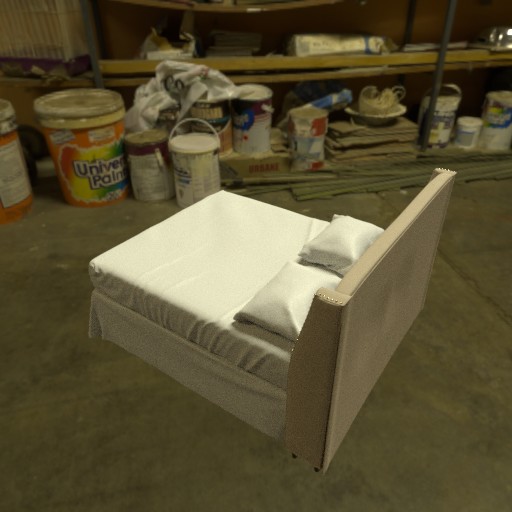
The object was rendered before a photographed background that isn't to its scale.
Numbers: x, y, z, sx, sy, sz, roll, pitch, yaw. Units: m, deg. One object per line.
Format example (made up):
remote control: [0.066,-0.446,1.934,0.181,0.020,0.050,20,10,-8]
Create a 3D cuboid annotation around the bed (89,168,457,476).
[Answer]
bed: [0.000,0.000,3.457,2.276,1.332,1.925,21,38,29]
